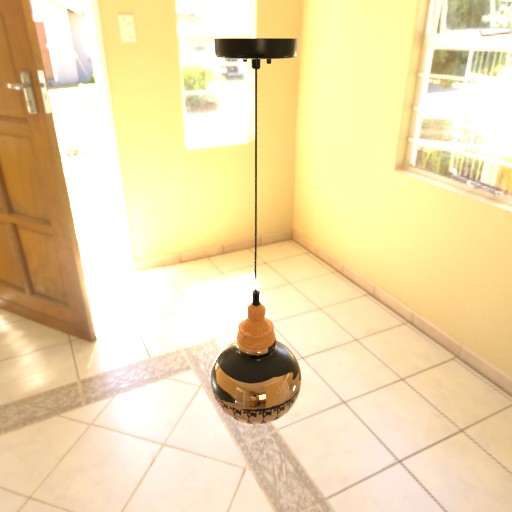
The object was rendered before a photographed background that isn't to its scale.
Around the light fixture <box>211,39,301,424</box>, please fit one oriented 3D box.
[{"bbox_3d":[0.000,0.000,1.824,0.430,1.606,0.430,-18,32,-32],"label":"light fixture"}]
